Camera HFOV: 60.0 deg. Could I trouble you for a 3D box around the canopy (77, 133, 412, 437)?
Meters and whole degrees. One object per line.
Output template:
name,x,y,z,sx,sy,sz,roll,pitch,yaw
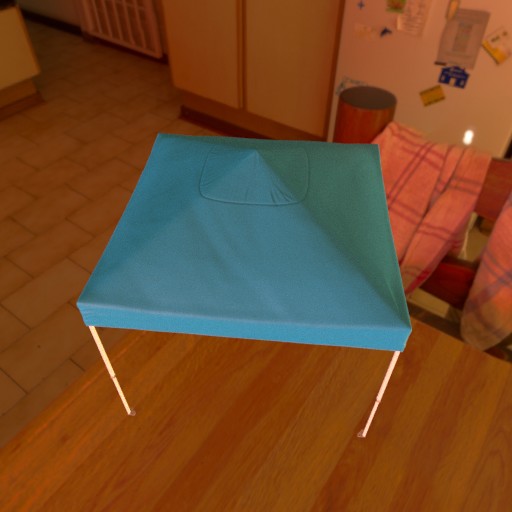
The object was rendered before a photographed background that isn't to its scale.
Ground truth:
canopy,0.000,0.000,5.455,2.996,2.997,2.998,4,46,4
